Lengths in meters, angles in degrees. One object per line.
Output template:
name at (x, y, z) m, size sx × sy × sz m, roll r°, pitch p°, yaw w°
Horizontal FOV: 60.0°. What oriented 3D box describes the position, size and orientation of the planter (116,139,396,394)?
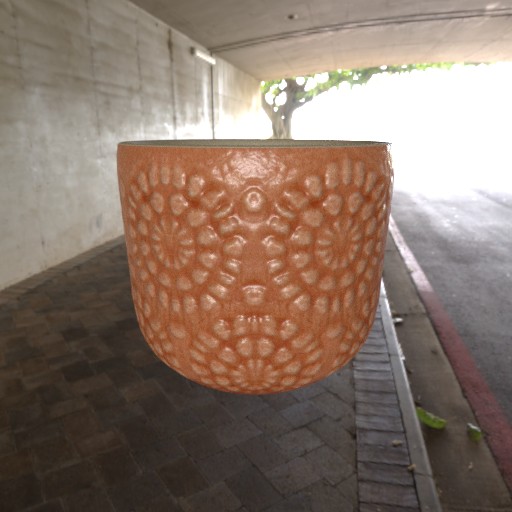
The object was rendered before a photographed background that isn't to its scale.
planter at (0.000, 0.000, 0.218) m, size 0.124 × 0.109 × 0.124 m, roll 0°, pitch 16°, yaw 0°
